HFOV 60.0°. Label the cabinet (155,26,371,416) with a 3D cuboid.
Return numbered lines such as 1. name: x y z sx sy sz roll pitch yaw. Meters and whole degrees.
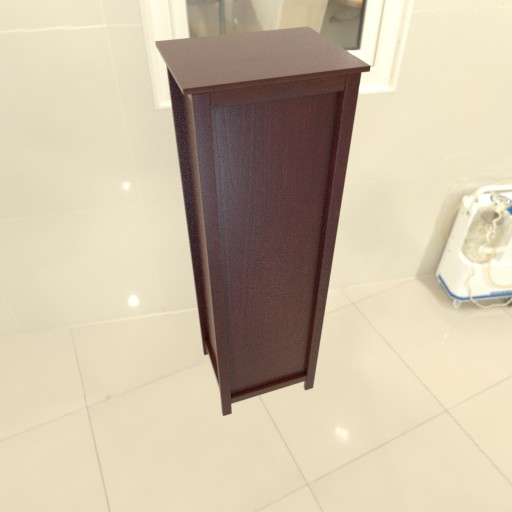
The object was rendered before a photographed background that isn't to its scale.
1. cabinet: 0.000 0.000 1.743 0.500 1.518 0.401 -13 43 -14
